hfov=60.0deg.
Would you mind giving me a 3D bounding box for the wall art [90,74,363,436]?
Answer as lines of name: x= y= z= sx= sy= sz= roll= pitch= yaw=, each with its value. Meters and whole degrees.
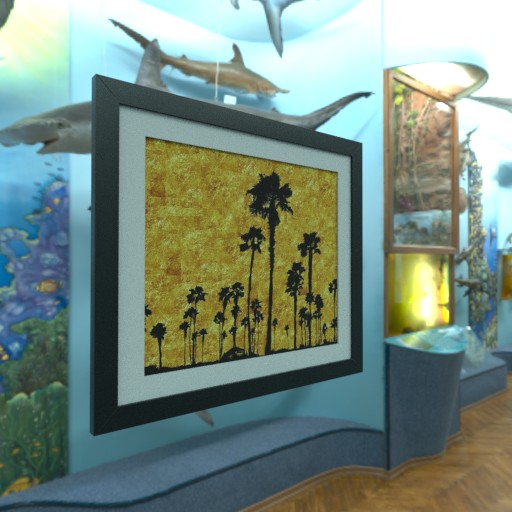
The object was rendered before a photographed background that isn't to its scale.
wall art: x=0.000 y=0.000 z=0.527 sx=0.383 sy=0.332 sz=0.012 roll=1 pitch=-1 yaw=-38
